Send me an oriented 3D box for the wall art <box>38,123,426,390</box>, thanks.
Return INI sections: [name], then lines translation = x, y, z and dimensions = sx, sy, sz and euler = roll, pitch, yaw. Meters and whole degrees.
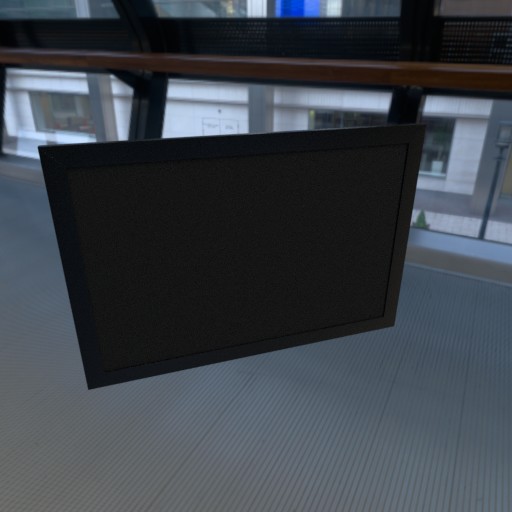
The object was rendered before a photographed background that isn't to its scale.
[wall art]
translation = 0.000, 0.000, 0.826
dimensions = 0.660, 0.447, 0.013
euler = -8, 26, -17
